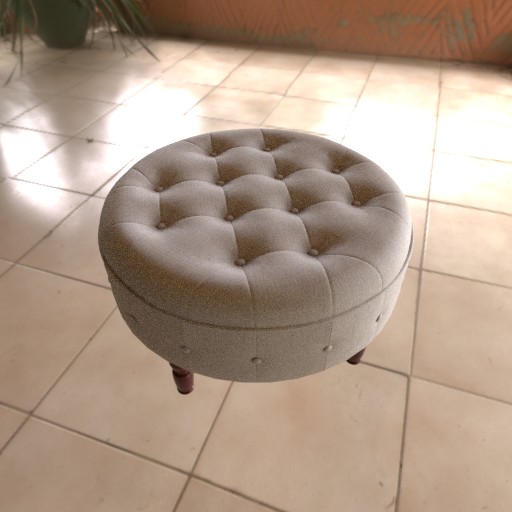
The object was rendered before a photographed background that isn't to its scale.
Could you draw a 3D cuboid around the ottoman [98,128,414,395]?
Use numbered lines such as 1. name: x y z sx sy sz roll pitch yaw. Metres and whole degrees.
1. ottoman: 0.000 0.000 1.339 0.849 0.478 0.849 0 41 0
